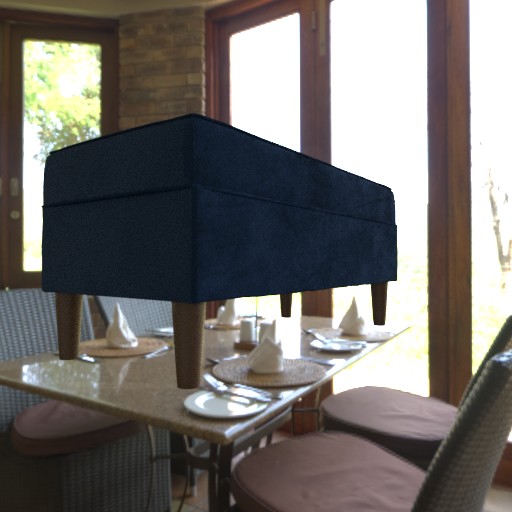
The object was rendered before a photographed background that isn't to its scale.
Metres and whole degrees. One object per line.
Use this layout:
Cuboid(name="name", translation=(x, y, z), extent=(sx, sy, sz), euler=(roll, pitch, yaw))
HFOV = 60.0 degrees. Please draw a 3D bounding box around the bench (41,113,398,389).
Cuboid(name="bench", translation=(0.000, 0.000, 1.258), extent=(0.489, 0.467, 1.010), euler=(0, -1, 36))
